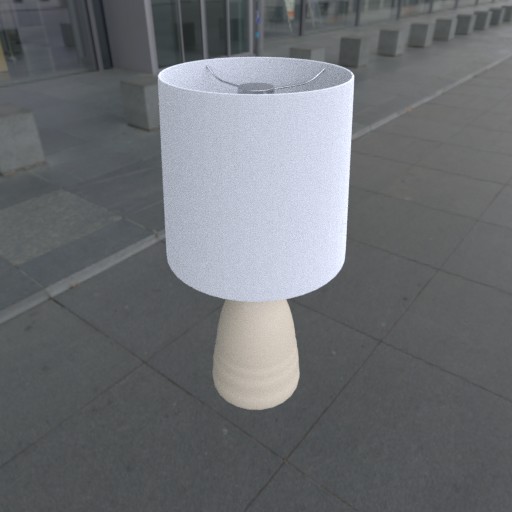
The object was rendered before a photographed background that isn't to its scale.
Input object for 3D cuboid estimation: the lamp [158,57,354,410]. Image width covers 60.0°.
[{"bbox_3d":[0.000,0.000,0.475,0.186,0.369,0.186,0,33,0],"label":"lamp"}]
